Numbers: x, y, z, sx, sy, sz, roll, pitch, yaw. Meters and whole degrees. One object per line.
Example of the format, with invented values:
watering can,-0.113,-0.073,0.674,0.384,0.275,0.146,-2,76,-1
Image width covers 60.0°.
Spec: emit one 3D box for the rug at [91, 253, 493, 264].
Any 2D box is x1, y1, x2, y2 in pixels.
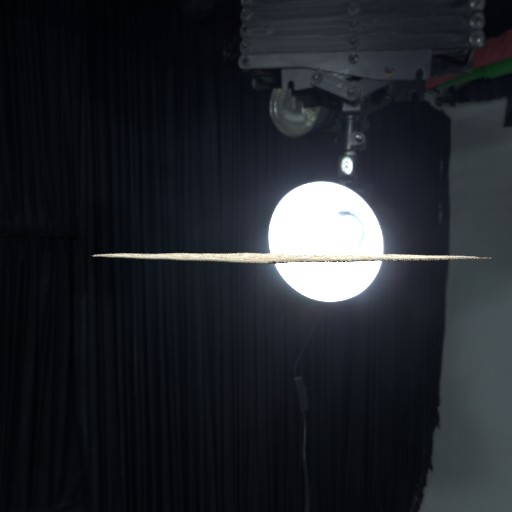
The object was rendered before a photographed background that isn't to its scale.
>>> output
rug,0.000,0.000,3.001,1.529,0.027,2.434,-1,1,-36
